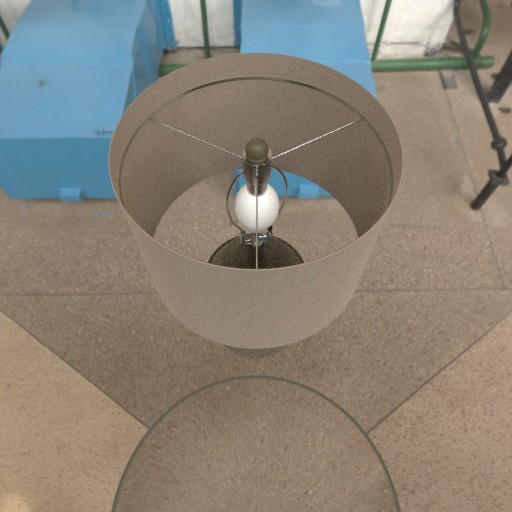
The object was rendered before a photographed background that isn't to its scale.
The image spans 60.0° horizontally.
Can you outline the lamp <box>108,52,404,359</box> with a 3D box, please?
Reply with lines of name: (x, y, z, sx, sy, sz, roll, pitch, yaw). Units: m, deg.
lamp: (0.000, 0.000, 0.690, 0.318, 0.486, 0.318, 0, 59, 0)
